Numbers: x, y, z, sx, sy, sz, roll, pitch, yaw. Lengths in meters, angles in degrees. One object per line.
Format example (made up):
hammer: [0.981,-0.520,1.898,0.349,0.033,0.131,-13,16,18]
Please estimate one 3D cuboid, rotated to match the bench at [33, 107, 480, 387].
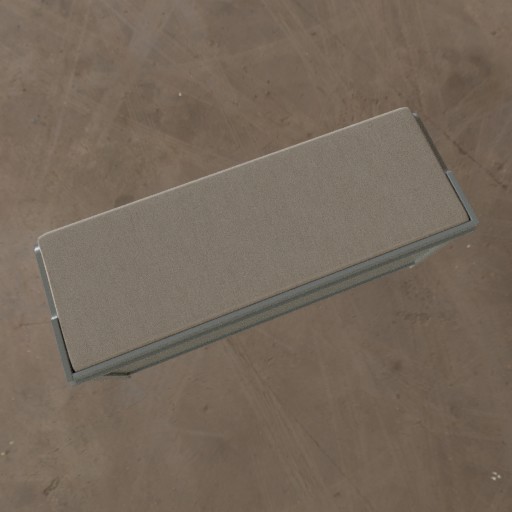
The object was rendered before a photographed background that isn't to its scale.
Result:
bench: [0.000,0.000,1.401,1.140,0.501,0.398,-21,76,-5]
